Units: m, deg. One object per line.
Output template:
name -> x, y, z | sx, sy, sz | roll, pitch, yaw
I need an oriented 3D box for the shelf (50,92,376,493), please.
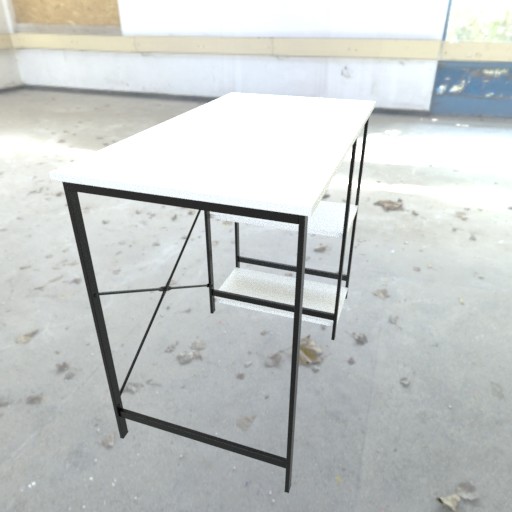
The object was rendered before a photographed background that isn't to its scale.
shelf -> 0.000, 0.000, 1.306 | 0.498, 0.750, 0.902 | 10, 31, 17
